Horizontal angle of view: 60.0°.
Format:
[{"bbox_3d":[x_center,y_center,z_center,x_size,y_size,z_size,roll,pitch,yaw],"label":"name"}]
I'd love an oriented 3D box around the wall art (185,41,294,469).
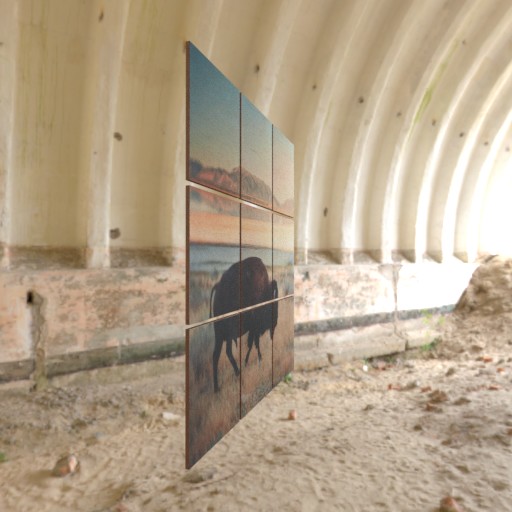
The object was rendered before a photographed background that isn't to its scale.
[{"bbox_3d":[0.000,0.000,1.837,0.019,1.218,1.221,0,0,19],"label":"wall art"}]
